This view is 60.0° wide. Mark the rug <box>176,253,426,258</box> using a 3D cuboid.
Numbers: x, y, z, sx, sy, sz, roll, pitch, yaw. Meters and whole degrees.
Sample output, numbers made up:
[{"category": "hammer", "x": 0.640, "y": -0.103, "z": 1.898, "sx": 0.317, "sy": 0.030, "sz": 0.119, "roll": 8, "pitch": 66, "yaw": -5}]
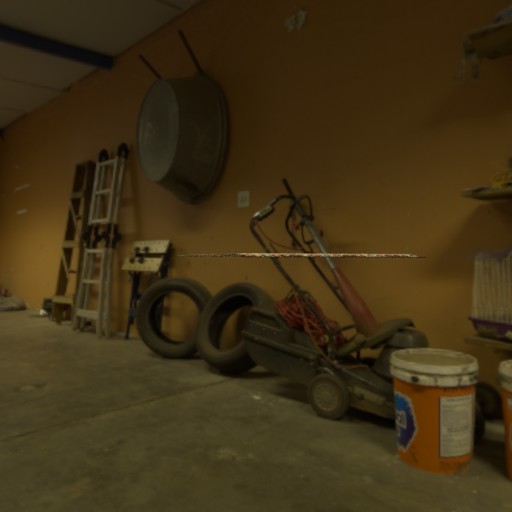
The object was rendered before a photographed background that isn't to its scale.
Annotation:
[{"category": "rug", "x": 0.000, "y": 0.000, "z": 2.720, "sx": 1.324, "sy": 0.018, "sz": 2.378, "roll": 0, "pitch": 0, "yaw": 0}]
